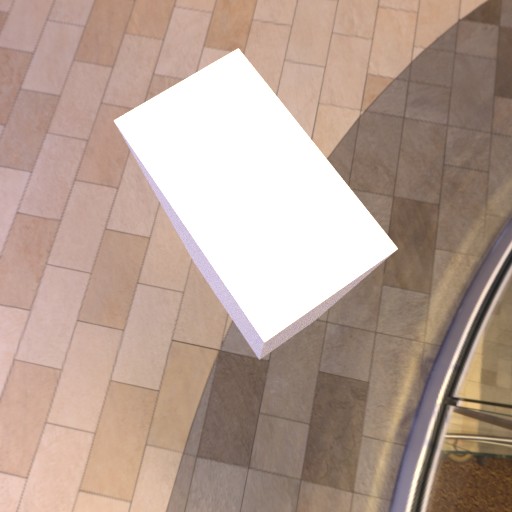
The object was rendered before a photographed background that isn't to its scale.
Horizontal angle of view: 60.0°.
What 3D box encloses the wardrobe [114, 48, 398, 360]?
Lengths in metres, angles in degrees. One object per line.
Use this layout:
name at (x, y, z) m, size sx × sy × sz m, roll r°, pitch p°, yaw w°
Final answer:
wardrobe at (0.000, 0.000, 2.049) m, size 0.470 × 1.700 × 0.760 m, roll -34°, pitch 78°, yaw -8°
